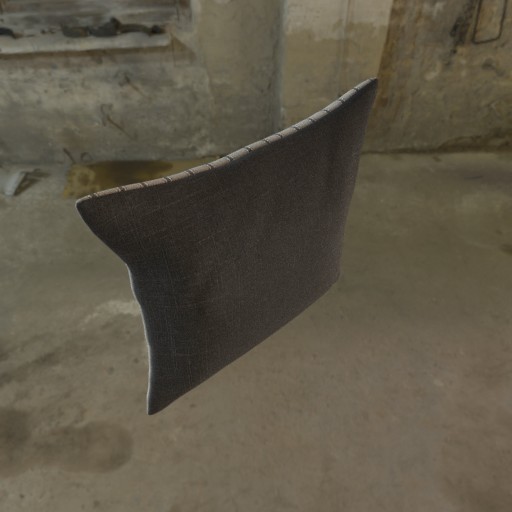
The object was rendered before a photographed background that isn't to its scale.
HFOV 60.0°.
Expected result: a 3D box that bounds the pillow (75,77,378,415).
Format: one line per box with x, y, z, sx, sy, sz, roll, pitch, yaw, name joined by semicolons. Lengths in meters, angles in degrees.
0.000;0.000;0.686;0.468;0.444;0.138;-31;53;-28;pillow
